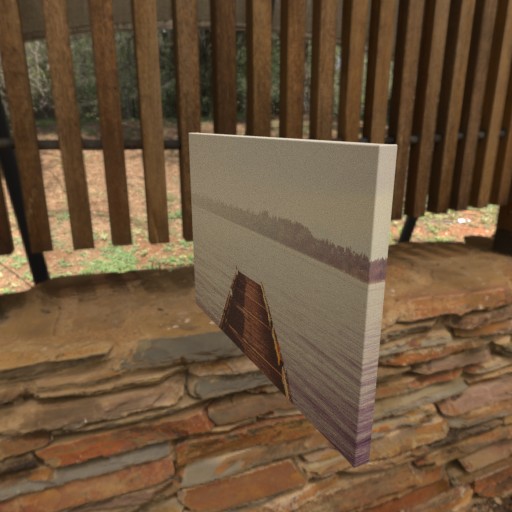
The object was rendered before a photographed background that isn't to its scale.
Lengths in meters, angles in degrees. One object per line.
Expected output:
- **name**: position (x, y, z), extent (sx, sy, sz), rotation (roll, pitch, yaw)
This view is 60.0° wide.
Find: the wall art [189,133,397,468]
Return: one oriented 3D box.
- **wall art**: position (0.000, 0.000, 1.169), extent (0.037, 0.609, 0.916), rotation (-8, 19, -26)
